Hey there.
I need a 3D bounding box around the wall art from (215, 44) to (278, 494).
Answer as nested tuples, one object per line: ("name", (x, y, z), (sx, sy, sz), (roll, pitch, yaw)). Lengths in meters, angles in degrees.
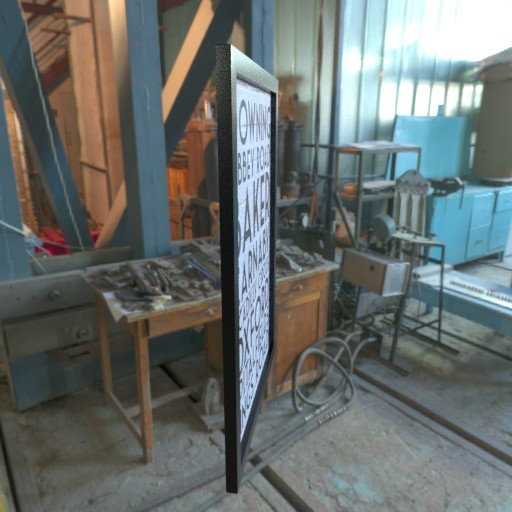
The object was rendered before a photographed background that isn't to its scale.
("wall art", (0.000, 0.000, 0.833), (0.019, 0.656, 0.462), (3, 17, 9))
